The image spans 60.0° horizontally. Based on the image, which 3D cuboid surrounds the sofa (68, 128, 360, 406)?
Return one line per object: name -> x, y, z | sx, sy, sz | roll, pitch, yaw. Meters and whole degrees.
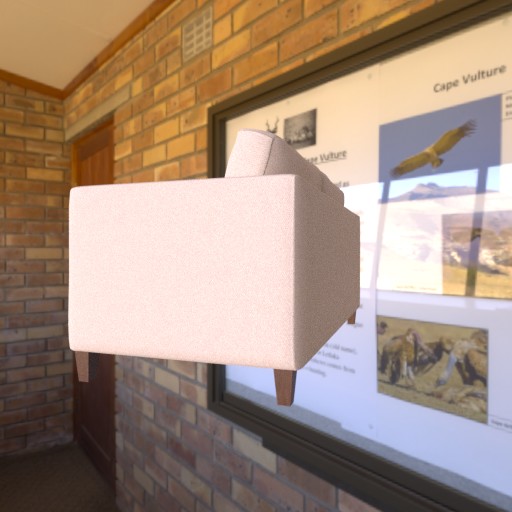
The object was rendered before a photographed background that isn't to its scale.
sofa -> 0.000, 0.000, 2.239 | 0.873, 0.888, 1.722 | 0, 1, 19
